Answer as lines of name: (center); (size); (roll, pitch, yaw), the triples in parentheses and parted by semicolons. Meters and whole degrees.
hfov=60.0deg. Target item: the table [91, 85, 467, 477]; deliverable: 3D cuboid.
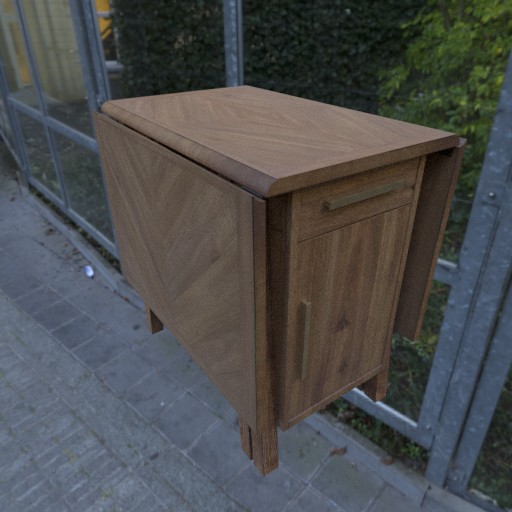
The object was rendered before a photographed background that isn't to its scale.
table: (0.000, 0.000, 1.584); (0.701, 0.981, 0.967); (-19, 35, -30)
